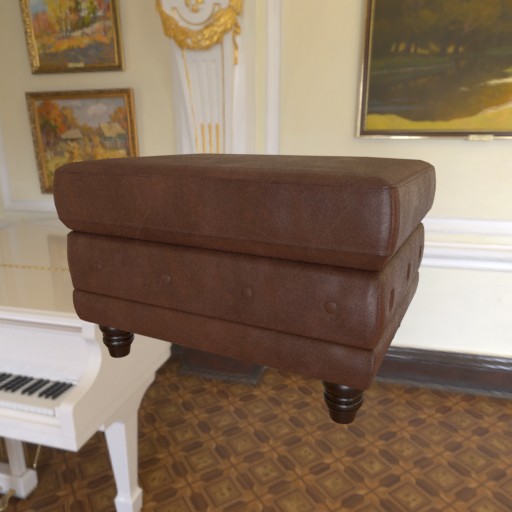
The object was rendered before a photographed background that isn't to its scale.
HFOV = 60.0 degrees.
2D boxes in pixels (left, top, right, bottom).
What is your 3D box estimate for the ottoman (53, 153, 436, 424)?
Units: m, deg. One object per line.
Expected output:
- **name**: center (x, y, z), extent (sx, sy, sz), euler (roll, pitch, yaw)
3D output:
- **ottoman**: center (0.000, 0.000, 1.161), extent (0.795, 0.509, 0.588), euler (8, 17, 26)
